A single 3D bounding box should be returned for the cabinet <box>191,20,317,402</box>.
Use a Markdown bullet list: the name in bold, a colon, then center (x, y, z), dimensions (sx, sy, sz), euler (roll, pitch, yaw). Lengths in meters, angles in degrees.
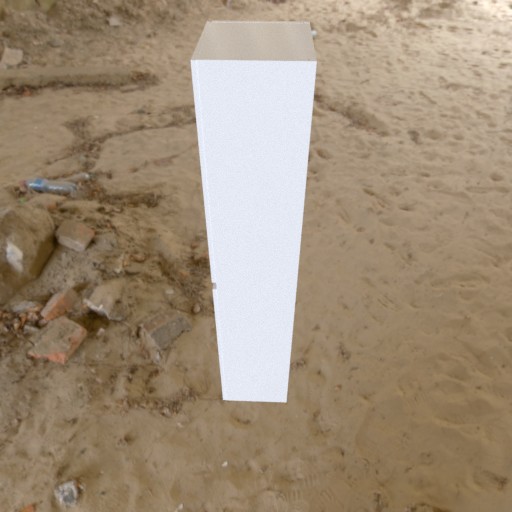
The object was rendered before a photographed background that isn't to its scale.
- **cabinet**: center (0.000, 0.000, 1.527), dimensions (0.270, 1.400, 0.300), euler (1, 42, 2)
